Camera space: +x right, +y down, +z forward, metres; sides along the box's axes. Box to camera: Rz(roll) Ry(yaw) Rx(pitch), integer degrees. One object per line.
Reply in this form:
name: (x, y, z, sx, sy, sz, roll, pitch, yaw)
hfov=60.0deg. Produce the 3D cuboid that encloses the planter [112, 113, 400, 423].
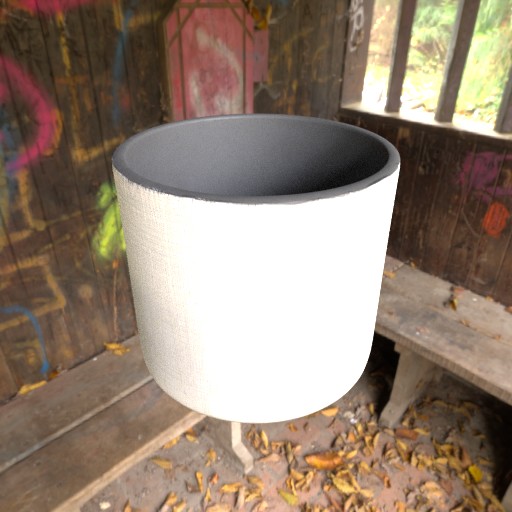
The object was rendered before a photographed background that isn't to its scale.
planter: (0.000, 0.000, 0.395, 0.221, 0.201, 0.221, 0, 31, 0)
